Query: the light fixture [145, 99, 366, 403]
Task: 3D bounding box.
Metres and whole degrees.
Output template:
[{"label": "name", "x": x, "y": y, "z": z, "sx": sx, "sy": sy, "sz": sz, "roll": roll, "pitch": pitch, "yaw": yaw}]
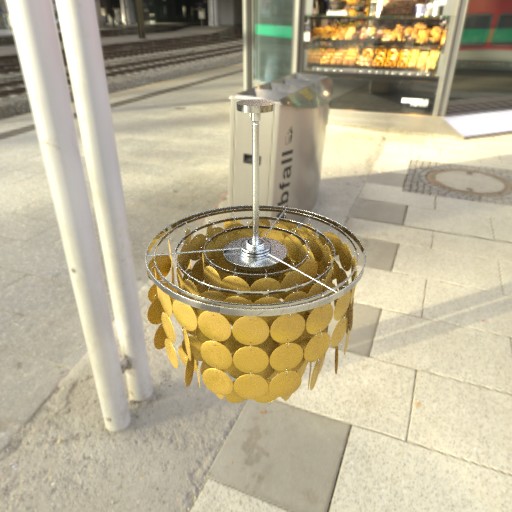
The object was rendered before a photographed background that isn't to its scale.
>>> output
[{"label": "light fixture", "x": 0.000, "y": 0.000, "z": 0.738, "sx": 0.368, "sy": 0.492, "sz": 0.368, "roll": 0, "pitch": 29, "yaw": 0}]
